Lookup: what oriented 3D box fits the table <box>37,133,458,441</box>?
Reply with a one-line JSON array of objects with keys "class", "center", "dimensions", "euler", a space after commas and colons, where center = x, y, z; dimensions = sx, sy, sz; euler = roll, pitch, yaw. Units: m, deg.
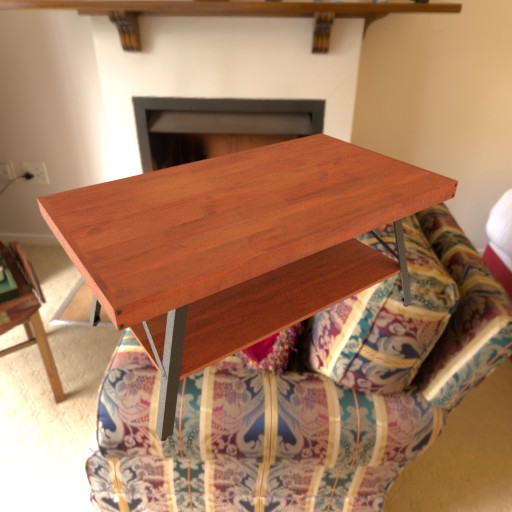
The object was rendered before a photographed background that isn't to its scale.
[{"class": "table", "center": [0.000, 0.000, 1.405], "dimensions": [1.067, 0.457, 0.610], "euler": [-20, 37, -29]}]
